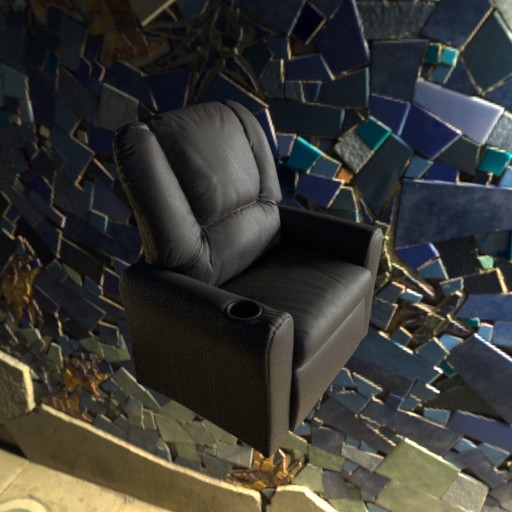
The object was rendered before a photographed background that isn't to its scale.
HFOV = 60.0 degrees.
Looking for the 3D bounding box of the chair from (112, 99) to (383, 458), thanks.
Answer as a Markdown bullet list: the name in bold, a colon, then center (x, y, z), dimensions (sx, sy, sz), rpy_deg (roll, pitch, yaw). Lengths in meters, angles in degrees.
- **chair**: center (0.000, 0.000, 1.157), dimensions (0.521, 0.709, 0.610), rpy_deg (18, 33, 30)
